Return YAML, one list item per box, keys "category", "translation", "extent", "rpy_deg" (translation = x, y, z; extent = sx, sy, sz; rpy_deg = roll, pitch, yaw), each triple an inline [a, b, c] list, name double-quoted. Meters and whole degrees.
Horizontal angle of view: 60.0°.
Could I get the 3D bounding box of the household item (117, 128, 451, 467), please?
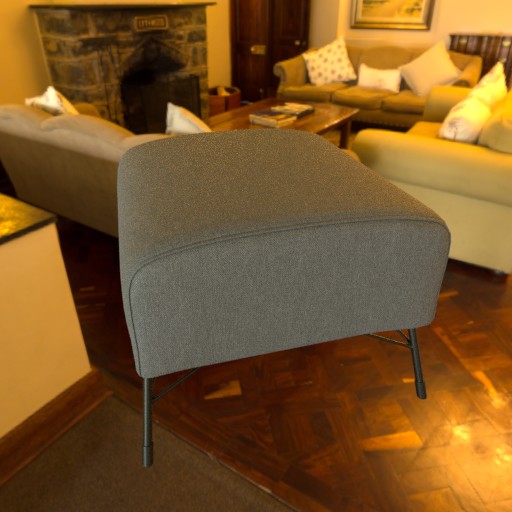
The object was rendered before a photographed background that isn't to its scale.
- category: "household item"
  translation: [0.000, 0.000, 0.892]
  extent: [0.530, 0.410, 0.530]
  rpy_deg: [-8, 31, -14]
